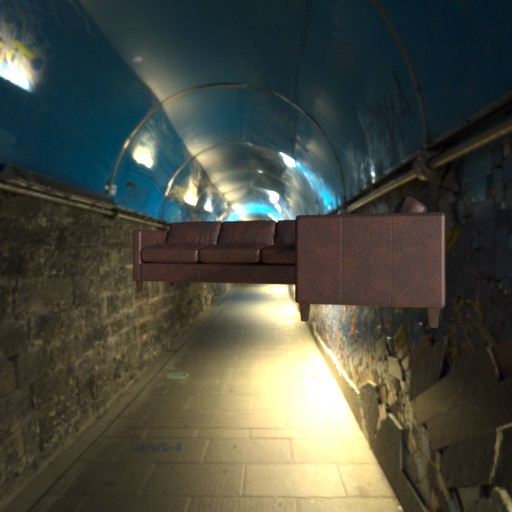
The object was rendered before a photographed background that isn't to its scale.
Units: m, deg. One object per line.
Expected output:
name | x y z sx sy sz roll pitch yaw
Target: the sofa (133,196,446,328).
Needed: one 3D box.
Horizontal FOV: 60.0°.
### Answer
sofa | 0.000 0.000 4.294 3.152 0.836 2.438 0 1 17
